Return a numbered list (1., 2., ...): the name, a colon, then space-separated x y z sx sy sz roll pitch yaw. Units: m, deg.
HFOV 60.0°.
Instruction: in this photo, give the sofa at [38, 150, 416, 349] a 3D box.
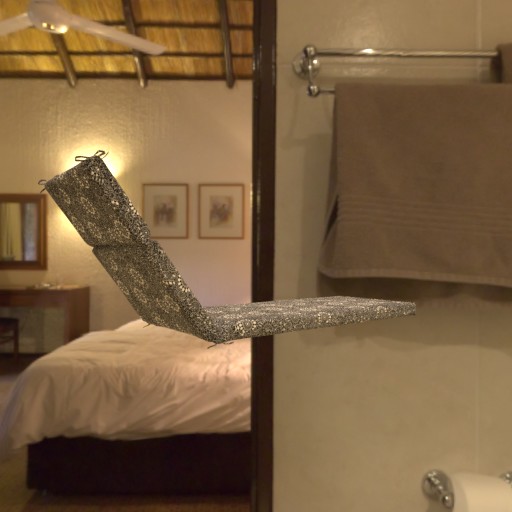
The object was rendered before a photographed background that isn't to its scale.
1. sofa: 0.000 0.000 1.947 1.663 0.622 0.582 0 0 -37
